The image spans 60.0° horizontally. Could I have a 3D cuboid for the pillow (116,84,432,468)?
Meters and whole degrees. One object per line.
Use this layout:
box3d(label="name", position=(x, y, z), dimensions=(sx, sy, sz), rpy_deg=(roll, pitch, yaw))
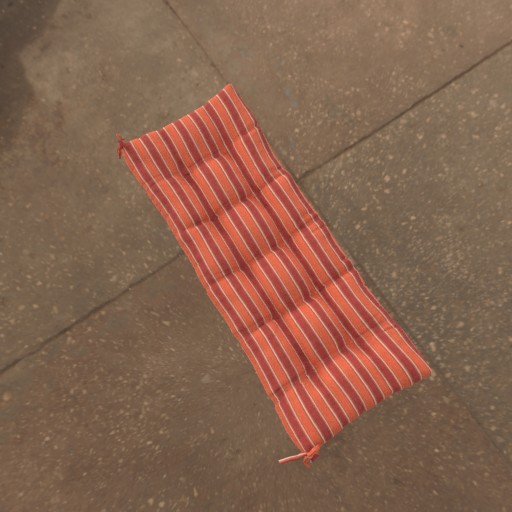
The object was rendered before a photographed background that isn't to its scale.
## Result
box3d(label="pillow", position=(0.000, 0.000, 1.380), dimensions=(0.511, 0.174, 1.194), rpy_deg=(-31, 77, -8))
